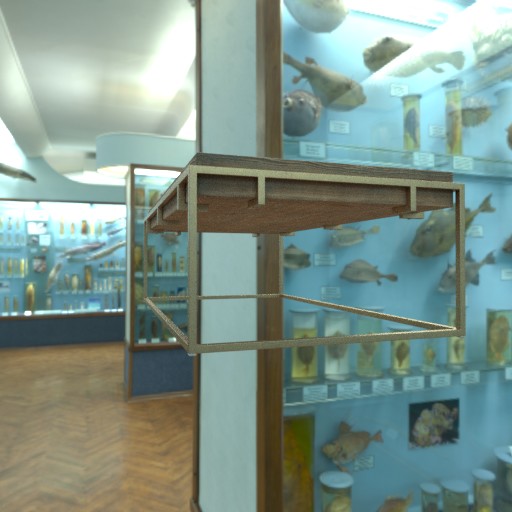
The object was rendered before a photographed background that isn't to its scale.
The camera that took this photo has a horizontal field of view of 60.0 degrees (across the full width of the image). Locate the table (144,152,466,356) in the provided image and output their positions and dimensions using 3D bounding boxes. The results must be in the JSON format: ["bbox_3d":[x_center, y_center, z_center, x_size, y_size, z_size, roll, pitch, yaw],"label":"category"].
[{"bbox_3d":[0.000,0.000,1.776,0.775,0.468,1.387,0,-1,-18],"label":"table"}]
